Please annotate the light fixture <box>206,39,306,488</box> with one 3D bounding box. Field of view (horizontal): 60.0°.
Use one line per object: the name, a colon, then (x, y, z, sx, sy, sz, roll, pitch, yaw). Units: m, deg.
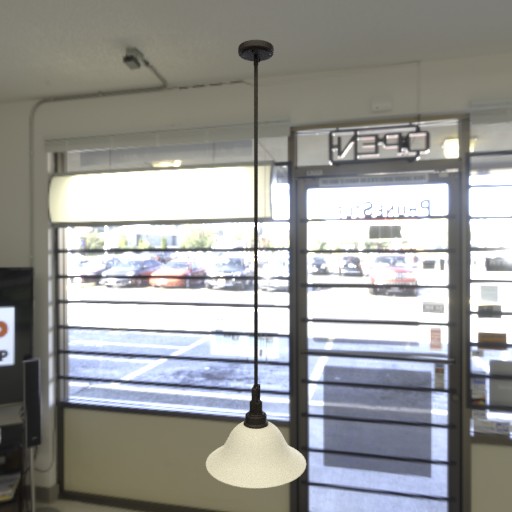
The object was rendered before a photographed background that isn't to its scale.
light fixture: (0.000, 0.000, 1.431, 0.324, 1.337, 0.324, 0, 1, 16)
